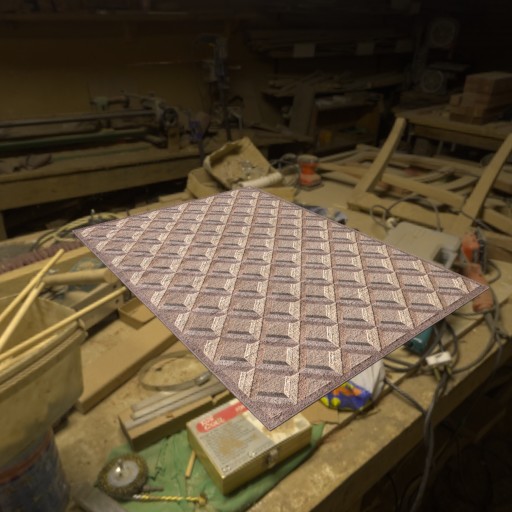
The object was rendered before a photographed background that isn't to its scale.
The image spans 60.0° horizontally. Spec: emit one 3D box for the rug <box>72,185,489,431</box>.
[{"bbox_3d":[0.000,0.000,4.194,2.382,0.018,3.294,-20,34,-33],"label":"rug"}]
